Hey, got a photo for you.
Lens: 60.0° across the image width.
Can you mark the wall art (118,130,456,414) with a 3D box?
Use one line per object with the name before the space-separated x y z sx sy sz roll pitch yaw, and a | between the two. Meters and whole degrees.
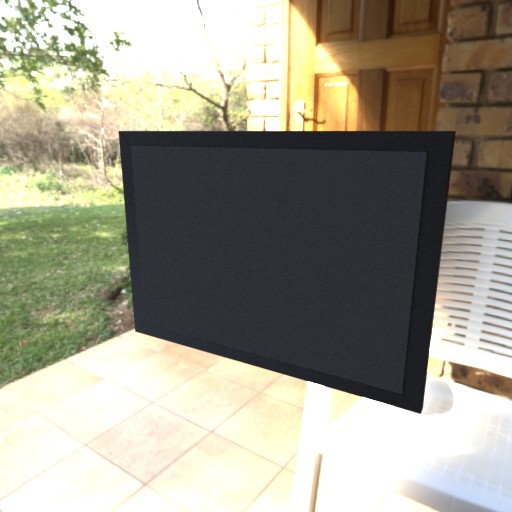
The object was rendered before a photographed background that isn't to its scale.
wall art | 0.000 0.000 0.563 0.432 0.306 0.016 9 18 28
